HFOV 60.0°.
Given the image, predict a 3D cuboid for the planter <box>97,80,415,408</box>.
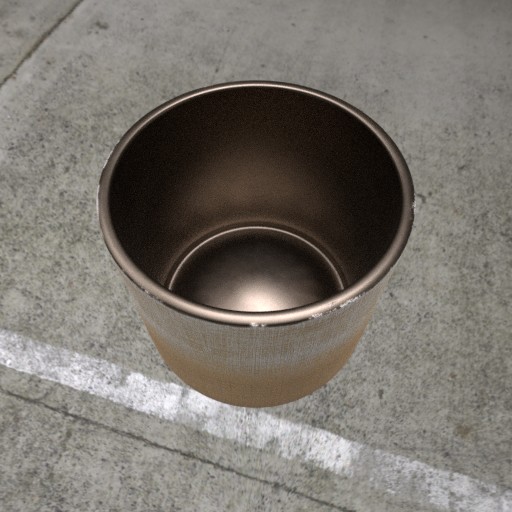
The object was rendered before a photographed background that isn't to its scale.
[{"bbox_3d":[0.000,0.000,0.389,0.221,0.201,0.221,0,58,0],"label":"planter"}]
